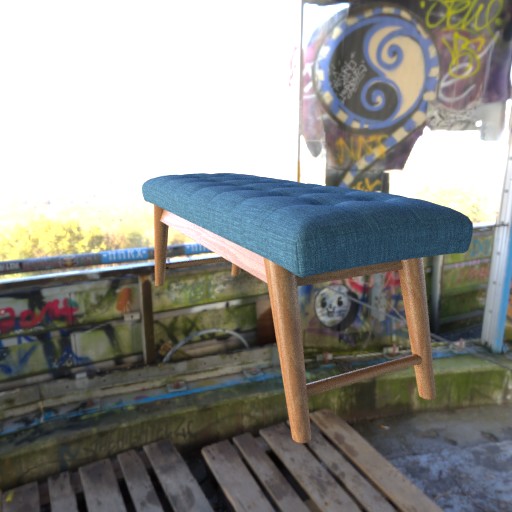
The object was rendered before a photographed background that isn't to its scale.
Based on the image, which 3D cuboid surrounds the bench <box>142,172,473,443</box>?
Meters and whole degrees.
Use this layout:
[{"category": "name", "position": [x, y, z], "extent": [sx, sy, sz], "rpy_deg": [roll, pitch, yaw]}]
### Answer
[{"category": "bench", "position": [0.000, 0.000, 1.300], "extent": [0.406, 0.432, 1.118], "rpy_deg": [-7, 16, -26]}]
